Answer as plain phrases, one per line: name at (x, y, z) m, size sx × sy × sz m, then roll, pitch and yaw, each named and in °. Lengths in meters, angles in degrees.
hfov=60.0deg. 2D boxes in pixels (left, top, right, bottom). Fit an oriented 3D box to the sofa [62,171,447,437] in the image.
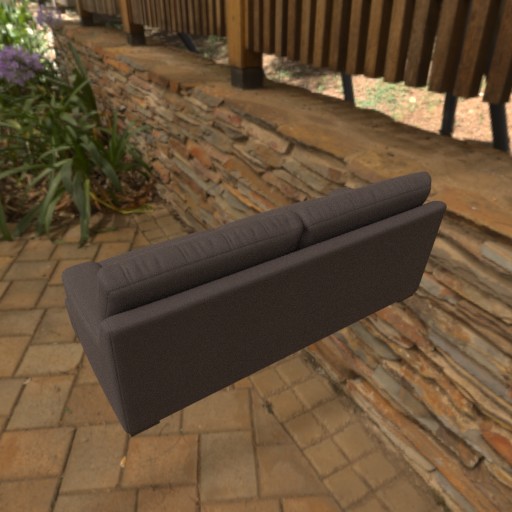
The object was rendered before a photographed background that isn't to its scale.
sofa at (0.000, 0.000, 2.838) m, size 2.271 × 0.950 × 1.140 m, roll -19°, pitch 36°, yaw -29°
